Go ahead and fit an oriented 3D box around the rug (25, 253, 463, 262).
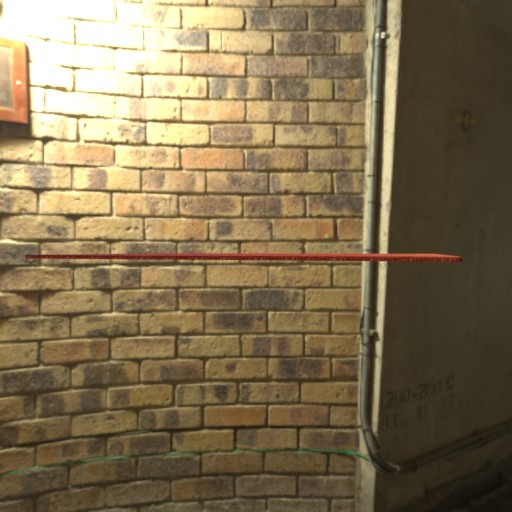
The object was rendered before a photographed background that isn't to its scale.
[{"bbox_3d":[0.000,0.000,2.317,1.835,0.018,1.230,0,1,18],"label":"rug"}]
